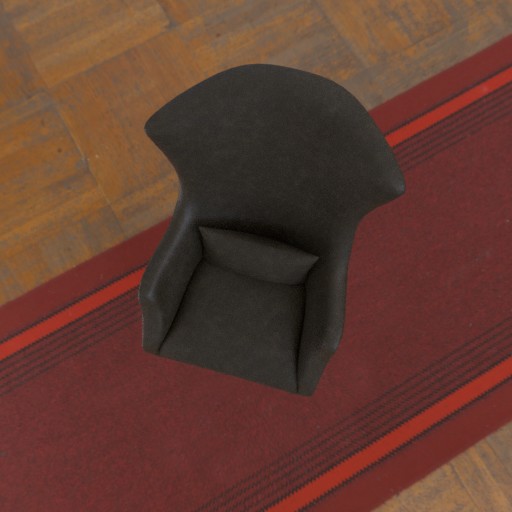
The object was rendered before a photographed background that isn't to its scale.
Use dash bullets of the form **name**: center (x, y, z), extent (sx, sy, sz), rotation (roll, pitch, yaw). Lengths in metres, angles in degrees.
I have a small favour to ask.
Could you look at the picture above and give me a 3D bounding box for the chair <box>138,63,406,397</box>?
- **chair**: center (0.000, 0.000, 1.760), extent (0.819, 1.068, 0.954), rotation (14, 76, 4)
